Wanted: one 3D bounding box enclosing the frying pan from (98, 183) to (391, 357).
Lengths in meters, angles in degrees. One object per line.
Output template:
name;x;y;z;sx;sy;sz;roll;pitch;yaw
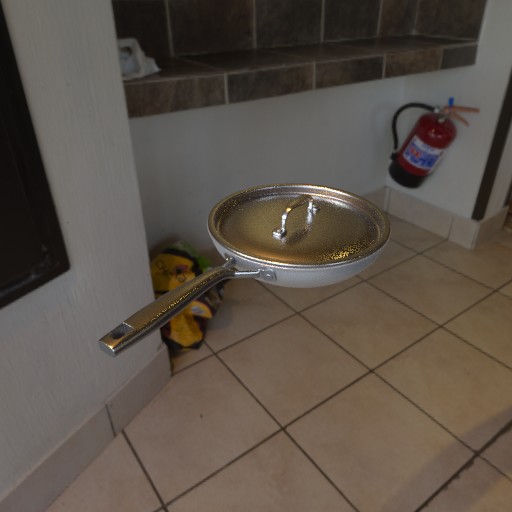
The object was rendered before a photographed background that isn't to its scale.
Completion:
frying pan;0.000;0.000;0.597;0.272;0.086;0.490;20;37;30
